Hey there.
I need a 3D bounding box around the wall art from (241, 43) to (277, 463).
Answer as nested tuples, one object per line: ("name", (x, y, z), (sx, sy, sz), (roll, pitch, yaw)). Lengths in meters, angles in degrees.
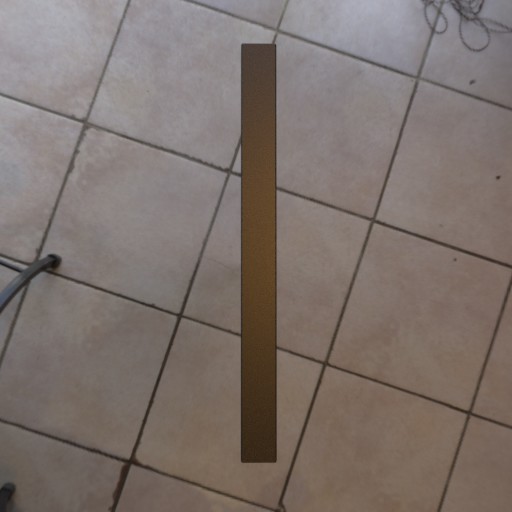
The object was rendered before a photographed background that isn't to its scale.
("wall art", (0.000, 0.000, 0.752), (0.039, 0.555, 0.449), (0, 89, -1))
